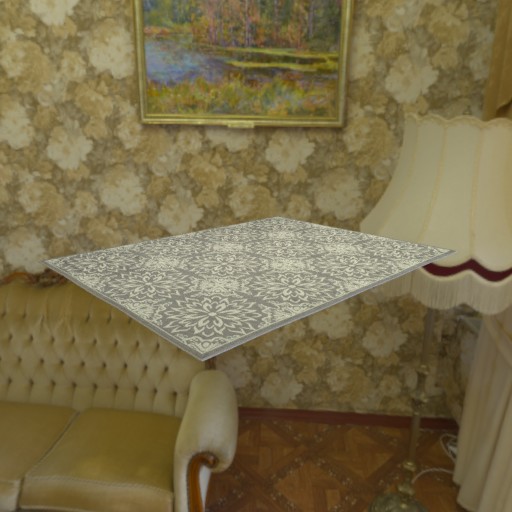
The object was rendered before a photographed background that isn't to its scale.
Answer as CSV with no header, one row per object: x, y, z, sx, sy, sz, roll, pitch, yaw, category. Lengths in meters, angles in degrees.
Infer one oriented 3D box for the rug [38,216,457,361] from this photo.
0.000,0.000,4.003,2.980,0.012,2.363,-15,22,-41,rug
